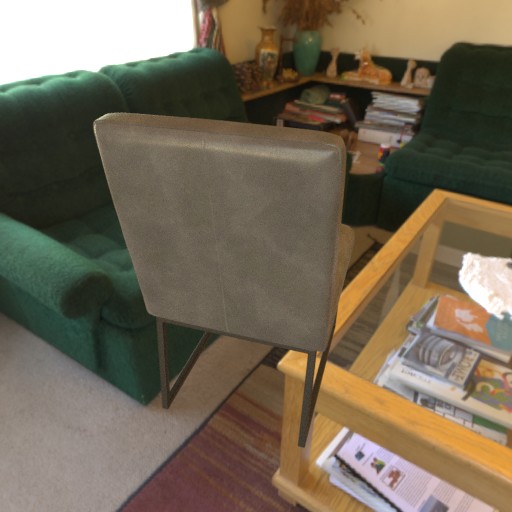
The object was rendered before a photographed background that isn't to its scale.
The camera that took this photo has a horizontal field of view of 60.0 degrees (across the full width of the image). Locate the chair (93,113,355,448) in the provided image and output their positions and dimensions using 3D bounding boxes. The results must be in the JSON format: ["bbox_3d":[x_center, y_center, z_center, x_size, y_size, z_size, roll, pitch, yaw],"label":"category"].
[{"bbox_3d":[0.000,0.000,1.311,0.520,0.930,0.634,10,34,15],"label":"chair"}]
